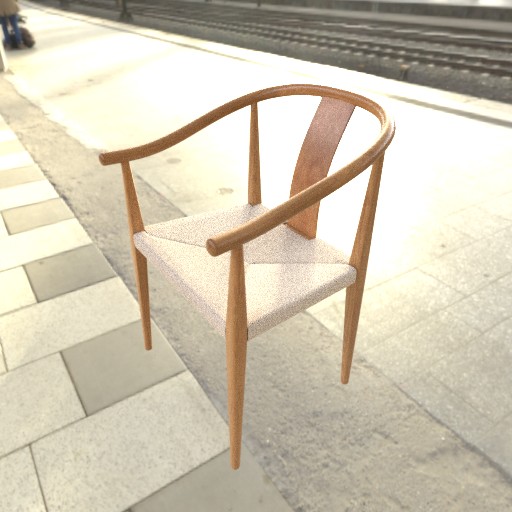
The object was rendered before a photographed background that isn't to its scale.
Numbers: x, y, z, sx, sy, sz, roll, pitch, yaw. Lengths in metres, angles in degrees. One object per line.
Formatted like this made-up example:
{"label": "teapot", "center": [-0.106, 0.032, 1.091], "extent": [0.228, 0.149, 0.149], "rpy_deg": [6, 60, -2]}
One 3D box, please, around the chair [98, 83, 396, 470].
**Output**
{"label": "chair", "center": [0.000, 0.000, 1.200], "extent": [0.579, 0.800, 0.556], "rpy_deg": [-21, 38, -30]}
